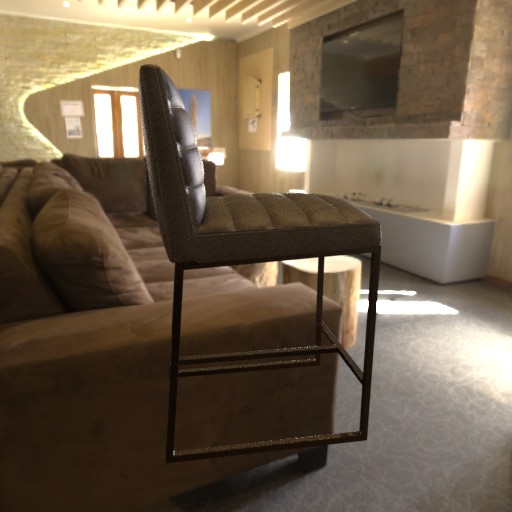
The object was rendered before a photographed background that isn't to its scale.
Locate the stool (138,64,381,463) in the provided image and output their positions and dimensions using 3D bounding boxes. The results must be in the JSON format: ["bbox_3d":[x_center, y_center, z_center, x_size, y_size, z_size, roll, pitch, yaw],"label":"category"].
[{"bbox_3d":[0.000,0.000,1.249,0.562,0.946,0.463,-2,15,-9],"label":"stool"}]
